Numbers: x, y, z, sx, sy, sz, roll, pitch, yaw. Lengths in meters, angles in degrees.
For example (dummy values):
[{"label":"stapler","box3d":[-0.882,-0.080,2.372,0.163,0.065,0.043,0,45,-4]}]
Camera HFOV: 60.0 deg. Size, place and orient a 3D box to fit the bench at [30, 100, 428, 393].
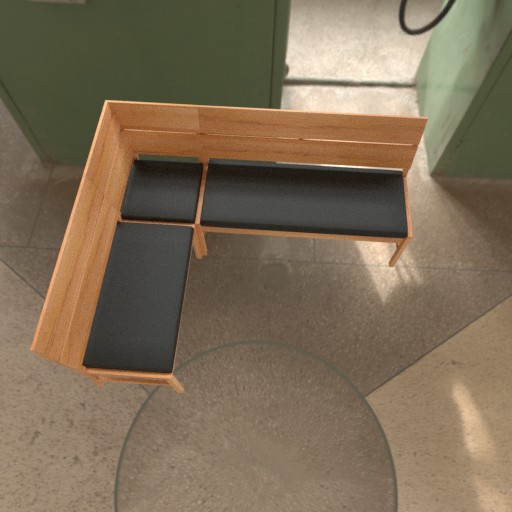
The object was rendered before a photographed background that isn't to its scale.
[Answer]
[{"label":"bench","box3d":[0.000,0.000,2.718,1.948,0.890,1.548,4,63,2]}]
